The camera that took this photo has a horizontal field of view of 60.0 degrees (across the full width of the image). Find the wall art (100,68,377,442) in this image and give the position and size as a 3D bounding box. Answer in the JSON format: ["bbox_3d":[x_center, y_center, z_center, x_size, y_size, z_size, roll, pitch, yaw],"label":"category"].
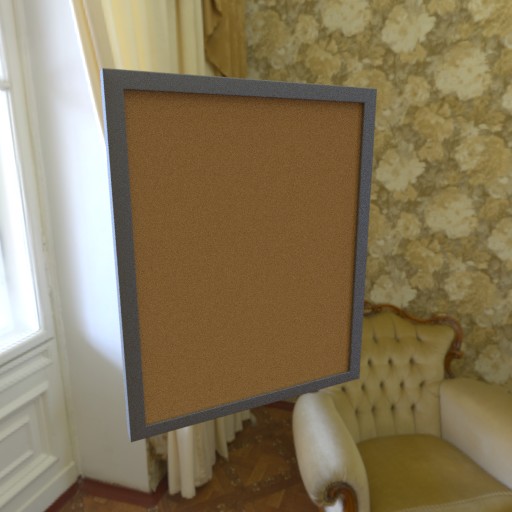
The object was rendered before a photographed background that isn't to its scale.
[{"bbox_3d":[0.000,0.000,0.752,0.458,0.558,0.029,-7,15,-25],"label":"wall art"}]
